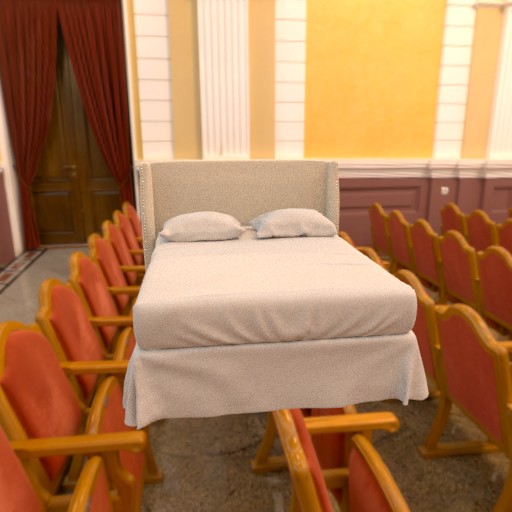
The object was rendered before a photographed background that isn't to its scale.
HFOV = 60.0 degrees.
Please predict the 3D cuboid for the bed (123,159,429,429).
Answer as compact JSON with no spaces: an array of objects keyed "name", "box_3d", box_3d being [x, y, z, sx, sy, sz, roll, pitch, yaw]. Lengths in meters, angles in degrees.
[{"name":"bed","box_3d":[0.000,0.000,3.435,1.925,1.332,2.276,-2,16,-8]}]
